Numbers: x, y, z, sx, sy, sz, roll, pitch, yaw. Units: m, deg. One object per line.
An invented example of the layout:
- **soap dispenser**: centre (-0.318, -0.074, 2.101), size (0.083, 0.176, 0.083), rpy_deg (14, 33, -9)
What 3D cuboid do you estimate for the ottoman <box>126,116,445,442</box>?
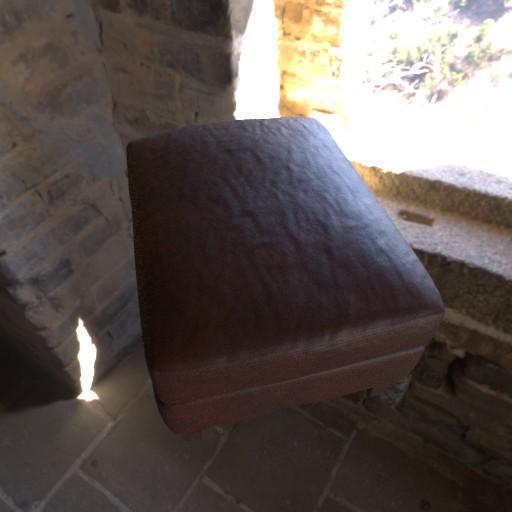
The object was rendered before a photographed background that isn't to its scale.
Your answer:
- **ottoman**: centre (0.000, 0.000, 1.293), size (0.659, 0.527, 0.887), rpy_deg (-10, 47, -10)
